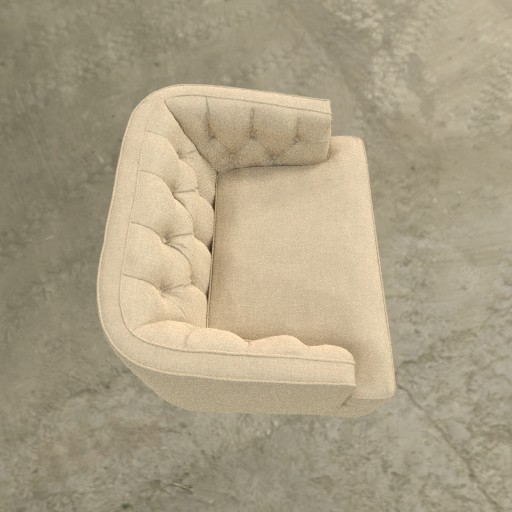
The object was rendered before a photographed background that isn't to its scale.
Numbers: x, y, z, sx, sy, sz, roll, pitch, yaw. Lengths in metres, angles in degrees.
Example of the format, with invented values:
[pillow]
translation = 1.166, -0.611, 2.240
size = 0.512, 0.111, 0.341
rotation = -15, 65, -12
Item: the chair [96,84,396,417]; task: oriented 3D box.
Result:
[chair]
translation = 0.000, 0.000, 1.709
size = 0.914, 0.787, 1.118
rotation = 1, 63, 0
